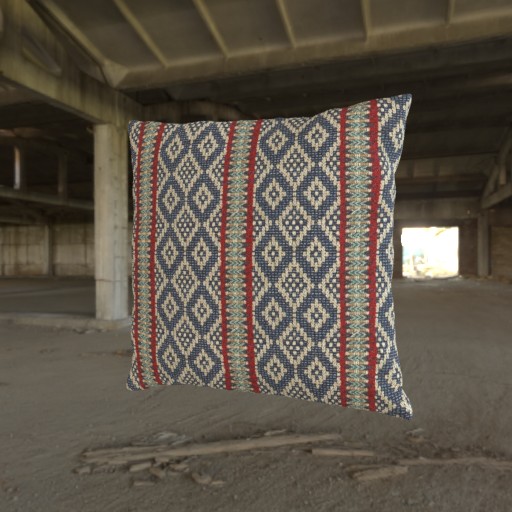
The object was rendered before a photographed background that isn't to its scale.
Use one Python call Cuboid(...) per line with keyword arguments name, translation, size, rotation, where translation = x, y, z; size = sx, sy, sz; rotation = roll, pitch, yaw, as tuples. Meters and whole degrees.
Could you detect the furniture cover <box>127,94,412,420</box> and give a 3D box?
Cuboid(name="furniture cover", translation=(0.000, 0.000, 0.648), size=(0.431, 0.431, 0.139), rotation=(0, 0, 17))
